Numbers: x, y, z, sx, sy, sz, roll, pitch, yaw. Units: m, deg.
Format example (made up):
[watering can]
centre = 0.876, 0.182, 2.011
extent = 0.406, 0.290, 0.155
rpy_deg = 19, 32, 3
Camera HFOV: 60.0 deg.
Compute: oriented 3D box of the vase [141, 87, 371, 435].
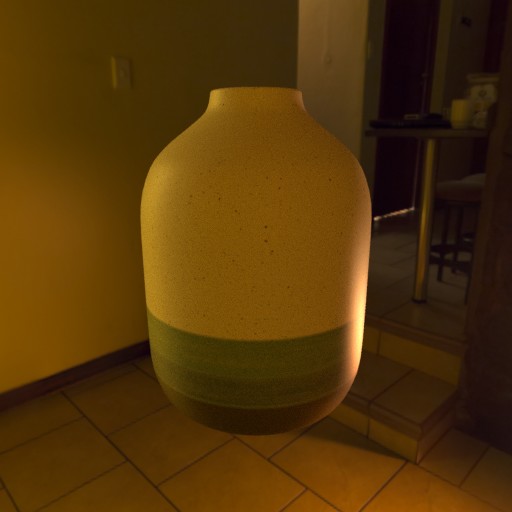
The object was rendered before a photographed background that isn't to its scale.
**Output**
[vase]
centre = 0.000, 0.000, 0.343
extent = 0.169, 0.240, 0.169
rpy_deg = 0, 16, 0
